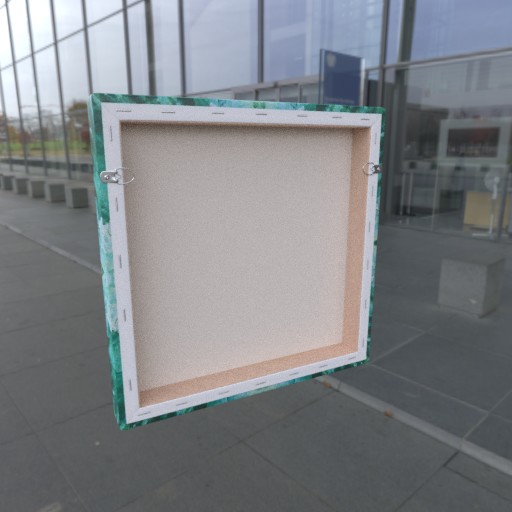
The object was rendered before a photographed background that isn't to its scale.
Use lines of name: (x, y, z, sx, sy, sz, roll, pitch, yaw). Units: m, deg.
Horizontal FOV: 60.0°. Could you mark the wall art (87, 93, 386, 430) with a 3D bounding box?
wall art: (0.000, 0.000, 0.477, 0.313, 0.313, 0.033, -7, 16, -26)
